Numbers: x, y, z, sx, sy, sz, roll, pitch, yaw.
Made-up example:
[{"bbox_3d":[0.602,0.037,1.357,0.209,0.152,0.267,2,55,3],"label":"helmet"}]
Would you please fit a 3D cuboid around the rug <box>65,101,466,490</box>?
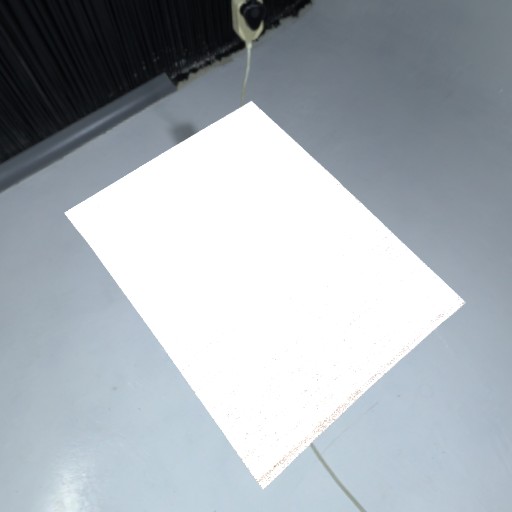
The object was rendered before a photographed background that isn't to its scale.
[{"bbox_3d":[0.000,0.000,5.065,2.873,0.053,3.778,-36,70,-16],"label":"rug"}]
